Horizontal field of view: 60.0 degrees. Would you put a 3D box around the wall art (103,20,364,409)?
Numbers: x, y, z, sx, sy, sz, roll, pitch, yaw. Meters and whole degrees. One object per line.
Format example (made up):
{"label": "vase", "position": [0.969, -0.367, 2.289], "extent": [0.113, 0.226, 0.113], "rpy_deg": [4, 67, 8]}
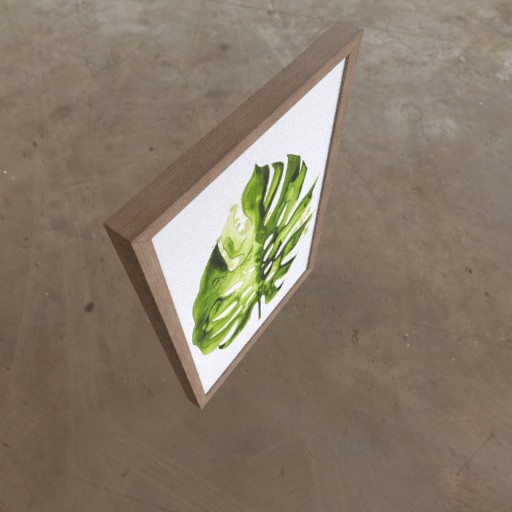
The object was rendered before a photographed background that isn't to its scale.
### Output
{"label": "wall art", "position": [0.000, 0.000, 0.629], "extent": [0.031, 0.509, 0.356], "rpy_deg": [32, 63, 19]}
